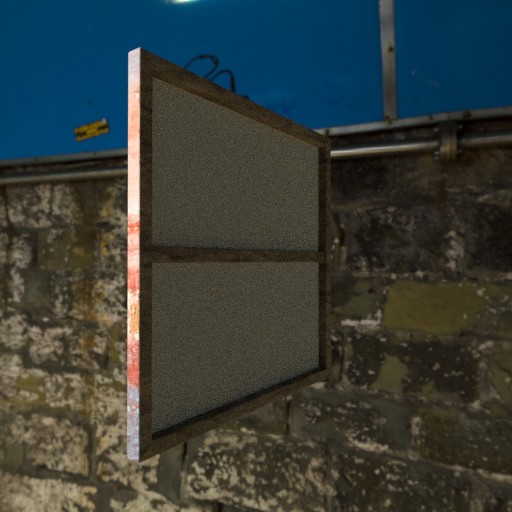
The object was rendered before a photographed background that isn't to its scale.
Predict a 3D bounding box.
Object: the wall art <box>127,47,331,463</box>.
[{"bbox_3d":[0.000,0.000,1.102,0.035,0.747,0.747,0,-1,37],"label":"wall art"}]
